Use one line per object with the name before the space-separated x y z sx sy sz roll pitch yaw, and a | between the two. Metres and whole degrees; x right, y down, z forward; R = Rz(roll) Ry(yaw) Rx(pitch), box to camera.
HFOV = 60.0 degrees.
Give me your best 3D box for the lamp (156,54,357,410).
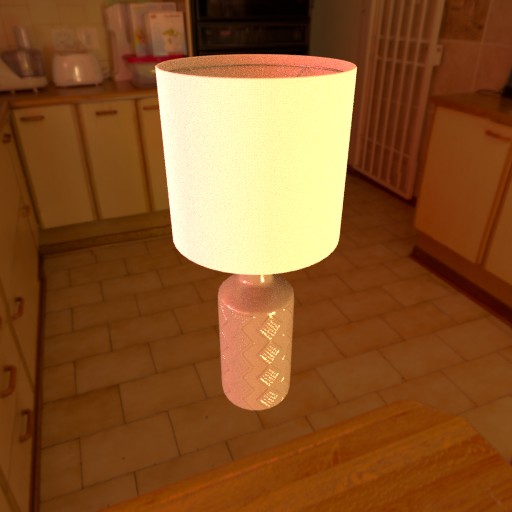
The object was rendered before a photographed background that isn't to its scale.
lamp | 0.000 0.000 0.576 0.207 0.461 0.207 21 36 32
